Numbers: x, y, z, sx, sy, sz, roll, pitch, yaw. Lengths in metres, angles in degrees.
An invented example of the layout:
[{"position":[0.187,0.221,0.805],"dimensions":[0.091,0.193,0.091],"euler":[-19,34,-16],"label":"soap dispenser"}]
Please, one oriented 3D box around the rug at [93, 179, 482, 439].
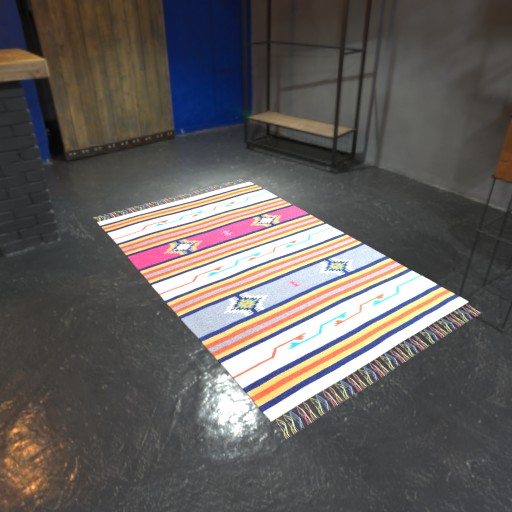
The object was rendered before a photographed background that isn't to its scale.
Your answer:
[{"position":[0.000,0.000,2.256],"dimensions":[1.084,0.013,1.849],"euler":[-20,37,-29],"label":"rug"}]
